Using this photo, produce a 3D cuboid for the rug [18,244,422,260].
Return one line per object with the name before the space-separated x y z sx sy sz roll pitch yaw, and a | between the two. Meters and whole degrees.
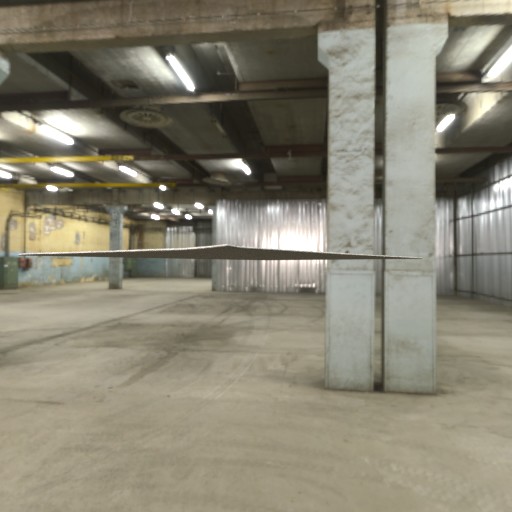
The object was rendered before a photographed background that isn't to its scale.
rug | 0.000 0.000 3.031 1.527 0.021 2.447 -1 -2 36
